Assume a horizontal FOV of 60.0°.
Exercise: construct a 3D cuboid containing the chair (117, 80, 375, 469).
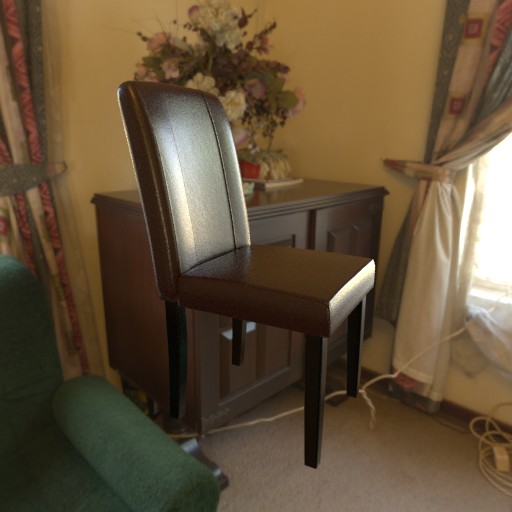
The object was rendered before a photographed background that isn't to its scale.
[{"bbox_3d":[0.000,0.000,1.205,0.556,0.897,0.399,8,17,27],"label":"chair"}]
